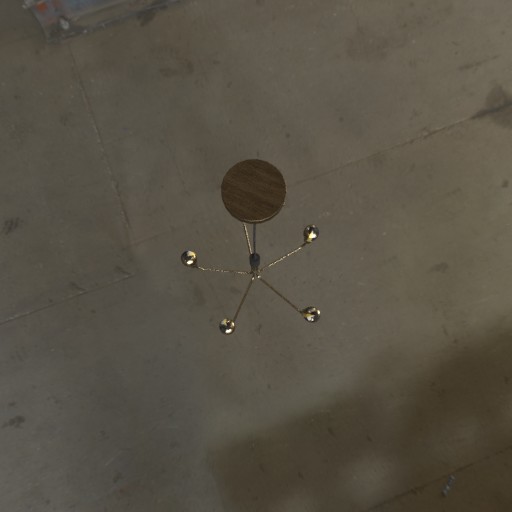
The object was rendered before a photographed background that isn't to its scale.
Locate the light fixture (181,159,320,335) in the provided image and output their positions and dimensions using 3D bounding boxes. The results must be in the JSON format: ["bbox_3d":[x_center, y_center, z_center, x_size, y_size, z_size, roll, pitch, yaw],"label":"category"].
[{"bbox_3d":[0.000,0.000,1.419,0.588,1.059,0.532,23,79,5],"label":"light fixture"}]
